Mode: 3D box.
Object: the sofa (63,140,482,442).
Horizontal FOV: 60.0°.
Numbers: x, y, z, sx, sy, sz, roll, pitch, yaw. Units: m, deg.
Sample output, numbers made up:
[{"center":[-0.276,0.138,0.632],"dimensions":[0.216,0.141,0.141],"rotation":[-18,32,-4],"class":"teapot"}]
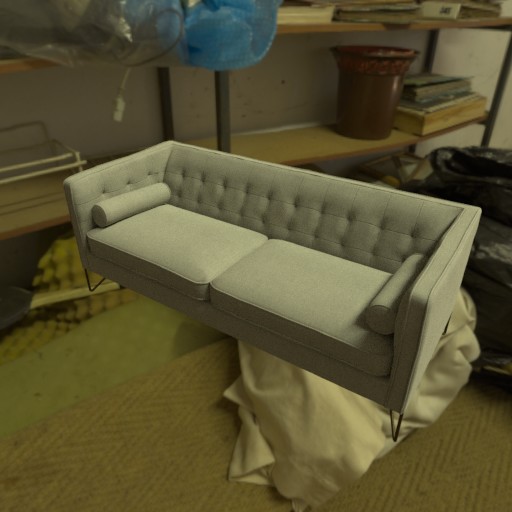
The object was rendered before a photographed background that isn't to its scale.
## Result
[{"center":[0.000,0.000,2.524],"dimensions":[2.079,0.798,0.912],"rotation":[19,36,29],"class":"sofa"}]
